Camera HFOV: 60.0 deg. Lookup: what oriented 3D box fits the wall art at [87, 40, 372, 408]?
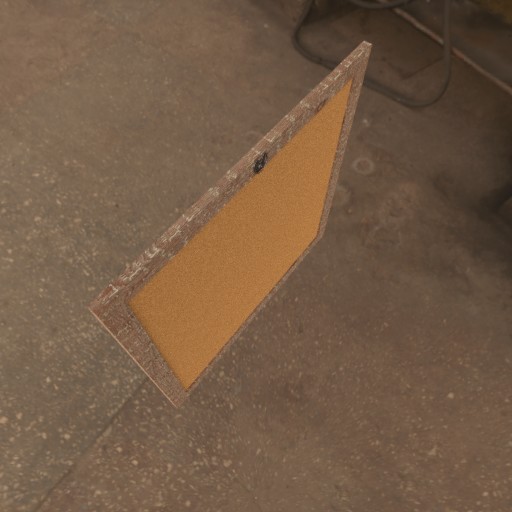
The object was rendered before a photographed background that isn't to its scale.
[{"bbox_3d":[0.000,0.000,0.562,0.012,0.384,0.384,35,67,17],"label":"wall art"}]
